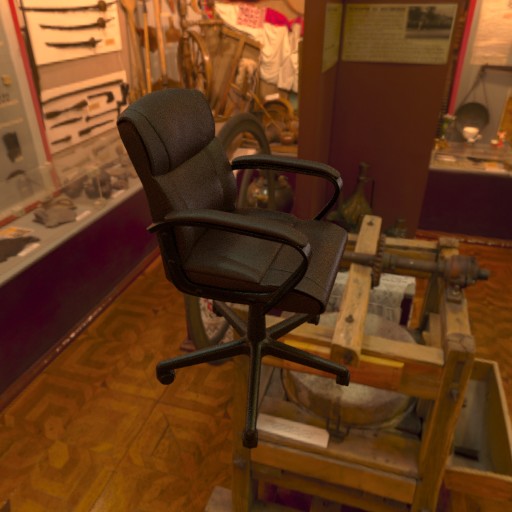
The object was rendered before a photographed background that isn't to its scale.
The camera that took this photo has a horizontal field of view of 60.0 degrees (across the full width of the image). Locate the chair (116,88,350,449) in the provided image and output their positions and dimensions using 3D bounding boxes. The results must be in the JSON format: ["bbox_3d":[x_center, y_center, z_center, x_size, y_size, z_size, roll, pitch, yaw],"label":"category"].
[{"bbox_3d":[0.000,0.000,1.480,0.717,1.004,0.739,10,32,16],"label":"chair"}]
